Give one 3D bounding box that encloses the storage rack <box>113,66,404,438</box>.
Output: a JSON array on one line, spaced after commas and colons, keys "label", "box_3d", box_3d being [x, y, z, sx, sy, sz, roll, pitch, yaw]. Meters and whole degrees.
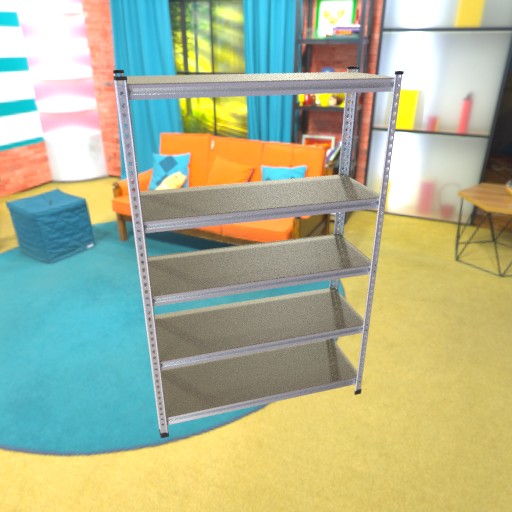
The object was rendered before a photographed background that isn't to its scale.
[{"label": "storage rack", "box_3d": [0.000, 0.000, 2.365, 1.219, 1.829, 0.457, -7, 27, -15]}]
